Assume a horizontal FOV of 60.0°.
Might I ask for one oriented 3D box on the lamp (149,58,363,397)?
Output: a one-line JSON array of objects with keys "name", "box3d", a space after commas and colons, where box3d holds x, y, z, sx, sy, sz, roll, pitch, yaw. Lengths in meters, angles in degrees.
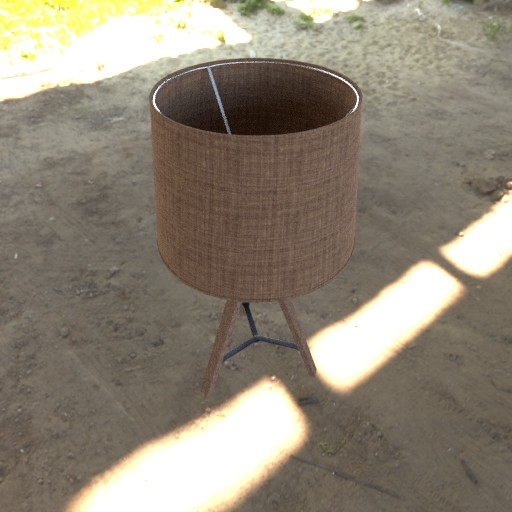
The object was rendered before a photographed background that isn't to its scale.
[{"name": "lamp", "box3d": [0.000, 0.000, 0.690, 0.290, 0.514, 0.290, 0, 40, 0]}]
